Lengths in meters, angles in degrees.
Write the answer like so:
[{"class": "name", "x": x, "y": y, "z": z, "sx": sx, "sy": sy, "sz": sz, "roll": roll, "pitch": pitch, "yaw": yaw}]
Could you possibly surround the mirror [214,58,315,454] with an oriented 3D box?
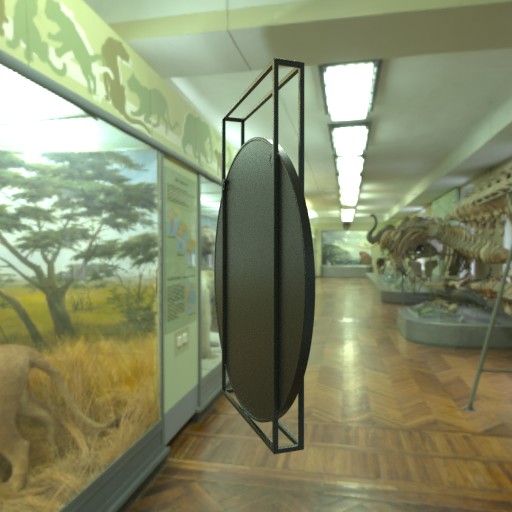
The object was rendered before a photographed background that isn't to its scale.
[{"class": "mirror", "x": 0.000, "y": 0.000, "z": 0.831, "sx": 0.051, "sy": 0.603, "sz": 0.508, "roll": 0, "pitch": 1, "yaw": -19}]
